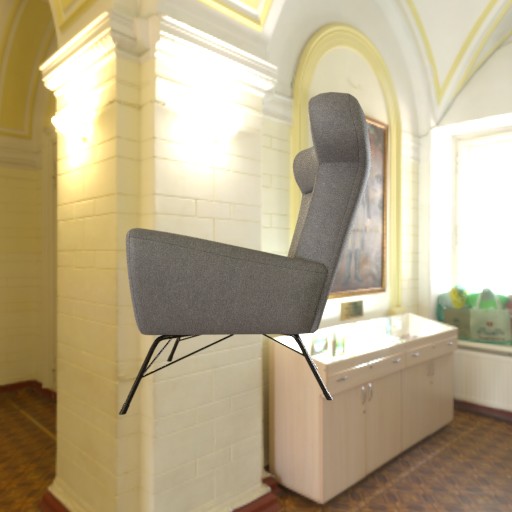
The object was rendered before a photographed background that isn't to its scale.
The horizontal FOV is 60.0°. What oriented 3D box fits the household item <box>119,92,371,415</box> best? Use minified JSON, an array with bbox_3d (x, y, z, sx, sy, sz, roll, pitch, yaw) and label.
[{"bbox_3d":[0.000,0.000,1.839,0.900,1.050,0.980,0,0,1],"label":"household item"}]
